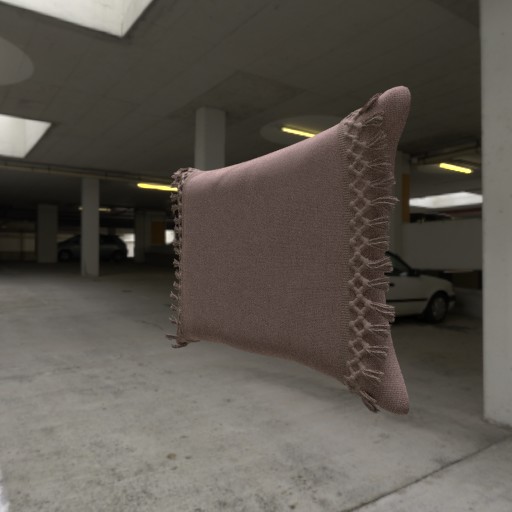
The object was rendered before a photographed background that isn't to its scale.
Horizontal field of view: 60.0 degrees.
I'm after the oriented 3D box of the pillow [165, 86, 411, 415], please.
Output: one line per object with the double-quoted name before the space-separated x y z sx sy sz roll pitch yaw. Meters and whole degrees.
"pillow" 0.000 0.000 0.580 0.084 0.305 0.466 1 -1 -36
